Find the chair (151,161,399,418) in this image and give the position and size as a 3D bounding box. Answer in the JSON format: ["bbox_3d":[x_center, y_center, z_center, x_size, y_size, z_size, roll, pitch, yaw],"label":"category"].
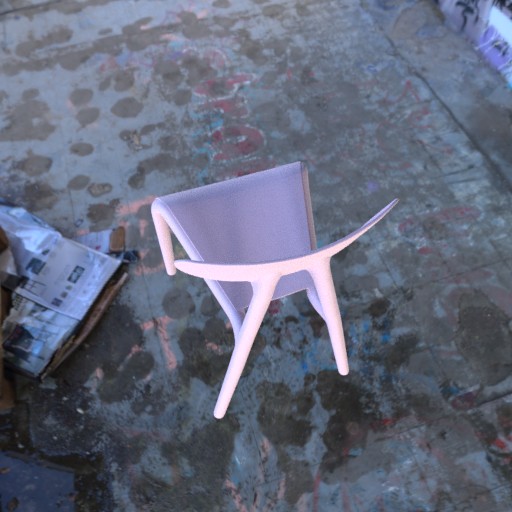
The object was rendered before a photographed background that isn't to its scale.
[{"bbox_3d":[0.000,0.000,0.834,0.356,0.580,0.401,-16,60,-9],"label":"chair"}]
